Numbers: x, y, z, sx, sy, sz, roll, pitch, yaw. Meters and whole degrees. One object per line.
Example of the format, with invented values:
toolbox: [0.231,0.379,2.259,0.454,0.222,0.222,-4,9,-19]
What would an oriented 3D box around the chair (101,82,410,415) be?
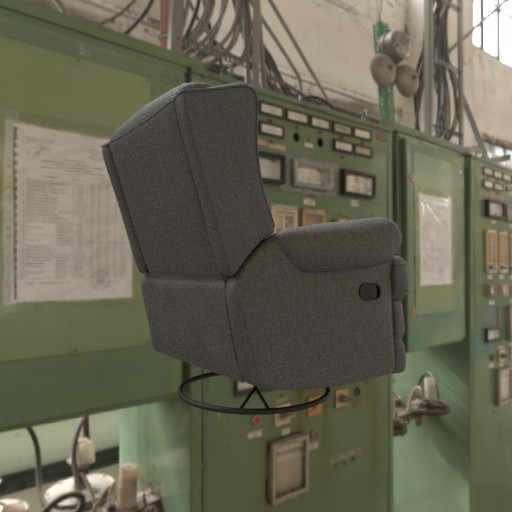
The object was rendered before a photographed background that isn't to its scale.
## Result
chair: [0.000,0.000,1.682,0.969,1.011,0.847,1,-2,-37]
